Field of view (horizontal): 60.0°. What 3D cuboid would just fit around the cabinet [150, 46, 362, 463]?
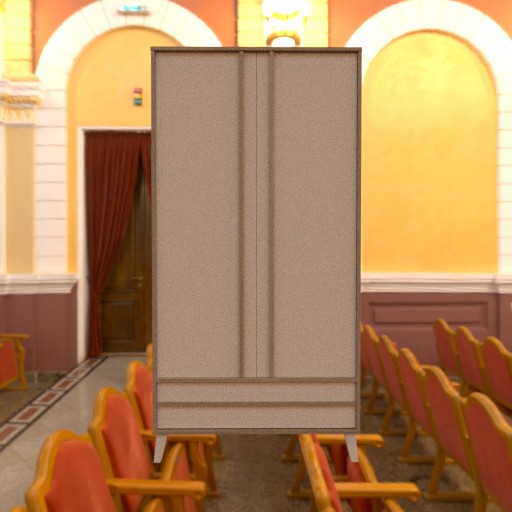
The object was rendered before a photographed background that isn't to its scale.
[{"bbox_3d":[0.000,0.000,2.410,1.006,1.999,0.571,0,1,0],"label":"cabinet"}]
